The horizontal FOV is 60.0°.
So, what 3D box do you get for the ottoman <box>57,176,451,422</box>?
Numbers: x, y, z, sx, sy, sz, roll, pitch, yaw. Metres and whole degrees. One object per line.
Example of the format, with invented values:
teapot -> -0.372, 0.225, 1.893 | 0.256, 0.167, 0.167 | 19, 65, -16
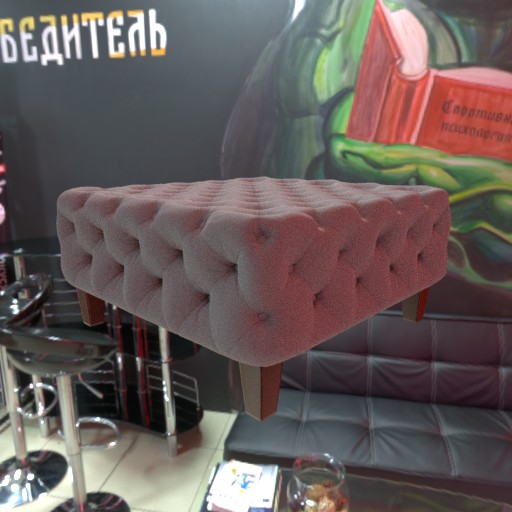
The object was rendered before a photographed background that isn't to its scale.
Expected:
ottoman -> 0.000, 0.000, 1.403 | 0.911, 0.439, 0.917 | 12, 18, 42
